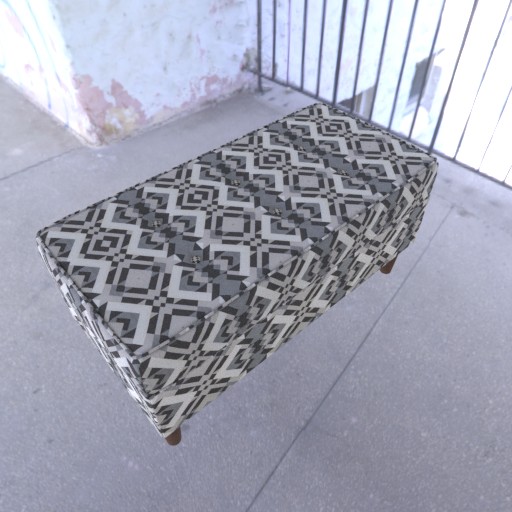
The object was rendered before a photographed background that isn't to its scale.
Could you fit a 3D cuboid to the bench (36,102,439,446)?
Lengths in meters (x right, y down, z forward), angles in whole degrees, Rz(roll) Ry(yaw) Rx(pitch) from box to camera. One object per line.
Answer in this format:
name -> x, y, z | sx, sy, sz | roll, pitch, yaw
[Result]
bench -> 0.000, 0.000, 1.314 | 1.016, 0.477, 0.492 | -32, 54, -28
